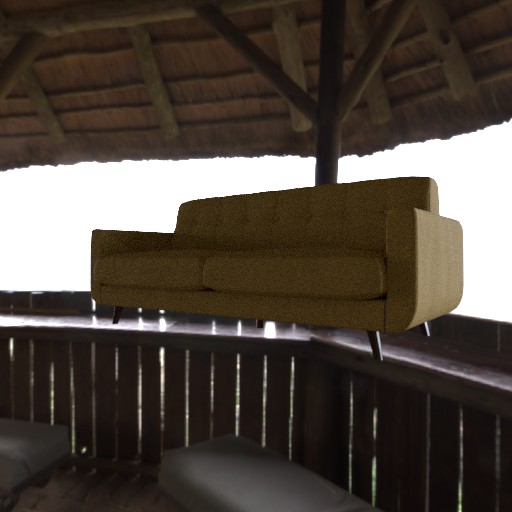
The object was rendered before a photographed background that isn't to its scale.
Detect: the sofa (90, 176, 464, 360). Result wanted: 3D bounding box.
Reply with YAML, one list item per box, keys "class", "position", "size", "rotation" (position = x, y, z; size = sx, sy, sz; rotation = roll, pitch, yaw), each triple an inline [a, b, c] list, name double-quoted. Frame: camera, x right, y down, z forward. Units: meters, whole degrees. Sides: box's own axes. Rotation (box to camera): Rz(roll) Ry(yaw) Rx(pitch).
- class: "sofa"
  position: [0.000, 0.000, 2.537]
  size: [2.029, 0.841, 0.909]
  rotation: [0, -1, 36]
